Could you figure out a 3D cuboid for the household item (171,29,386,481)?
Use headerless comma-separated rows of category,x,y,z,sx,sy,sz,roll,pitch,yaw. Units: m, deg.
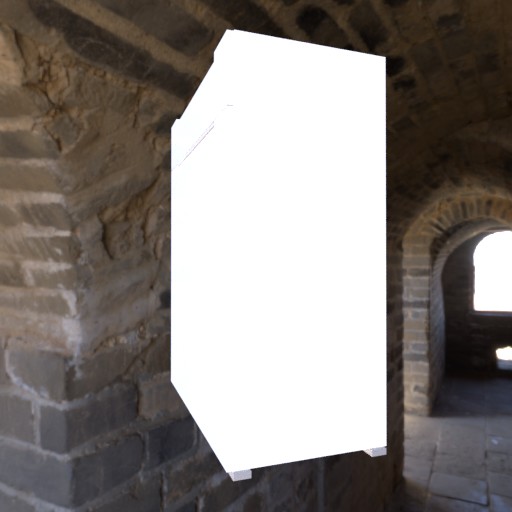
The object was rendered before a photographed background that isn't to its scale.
household item,0.000,0.000,1.428,0.420,1.010,0.790,0,-1,-20
